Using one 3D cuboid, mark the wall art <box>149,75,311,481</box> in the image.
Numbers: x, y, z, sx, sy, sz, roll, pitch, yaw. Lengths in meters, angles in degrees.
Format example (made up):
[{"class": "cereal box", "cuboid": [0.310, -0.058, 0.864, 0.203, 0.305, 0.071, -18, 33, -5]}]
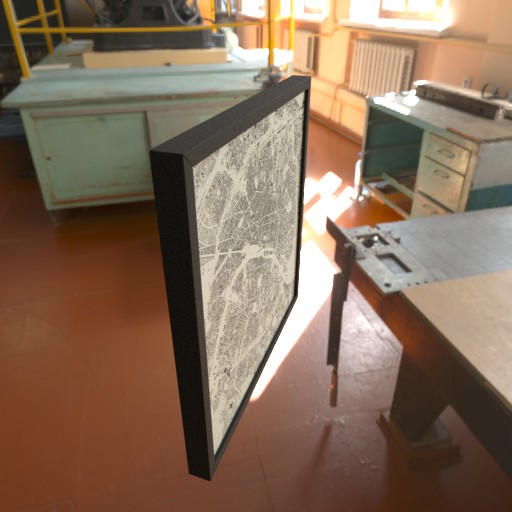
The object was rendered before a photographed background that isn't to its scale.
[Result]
[{"class": "wall art", "cuboid": [0.000, 0.000, 0.756, 0.037, 0.508, 0.508, 10, 32, 17]}]
